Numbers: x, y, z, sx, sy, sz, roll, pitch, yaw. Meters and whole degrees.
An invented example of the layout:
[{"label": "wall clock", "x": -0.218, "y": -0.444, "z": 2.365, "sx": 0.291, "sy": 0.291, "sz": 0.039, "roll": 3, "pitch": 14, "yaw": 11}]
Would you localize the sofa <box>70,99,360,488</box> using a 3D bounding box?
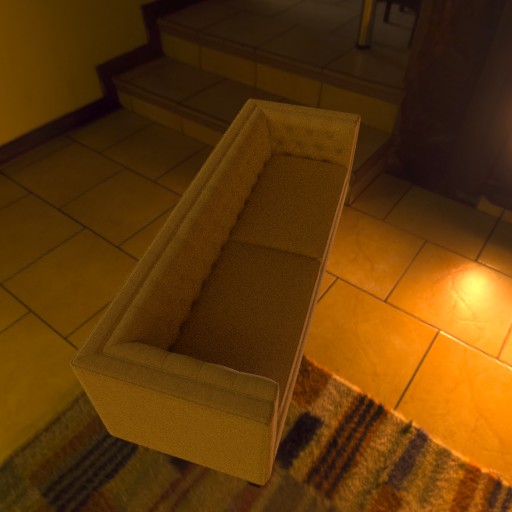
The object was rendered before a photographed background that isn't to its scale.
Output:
[{"label": "sofa", "x": 0.000, "y": 0.000, "z": 2.519, "sx": 0.775, "sy": 0.762, "sz": 2.159, "roll": 13, "pitch": 47, "yaw": 12}]
